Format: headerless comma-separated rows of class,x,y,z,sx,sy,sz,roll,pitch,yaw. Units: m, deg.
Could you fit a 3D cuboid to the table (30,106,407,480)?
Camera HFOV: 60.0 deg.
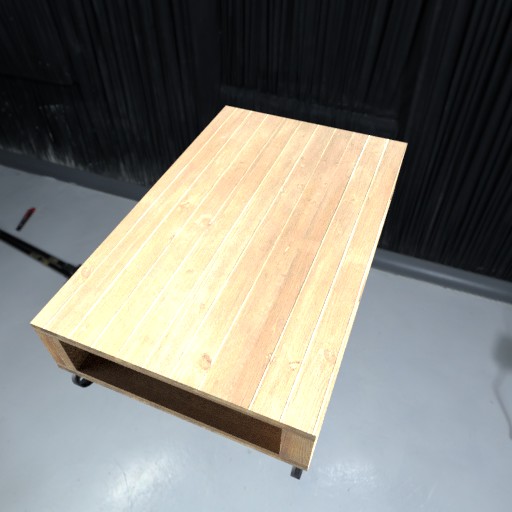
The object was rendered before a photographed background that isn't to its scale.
table,0.000,0.000,1.685,0.827,0.413,1.299,17,49,15
